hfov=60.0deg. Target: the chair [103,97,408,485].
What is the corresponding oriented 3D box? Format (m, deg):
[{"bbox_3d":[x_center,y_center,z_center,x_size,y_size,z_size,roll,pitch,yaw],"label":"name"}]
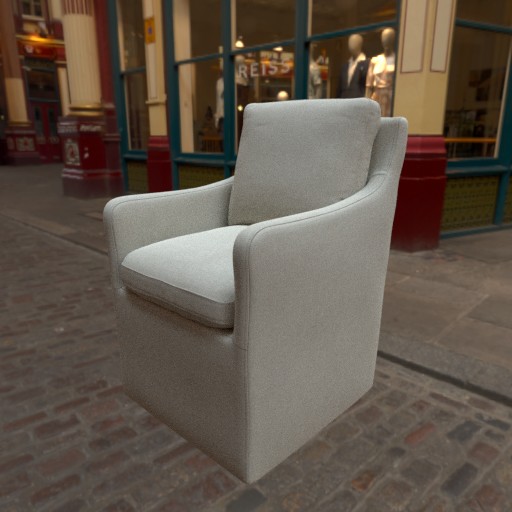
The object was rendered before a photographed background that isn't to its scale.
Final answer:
[{"bbox_3d":[0.000,0.000,1.348,0.626,0.914,0.694,15,22,41],"label":"chair"}]
